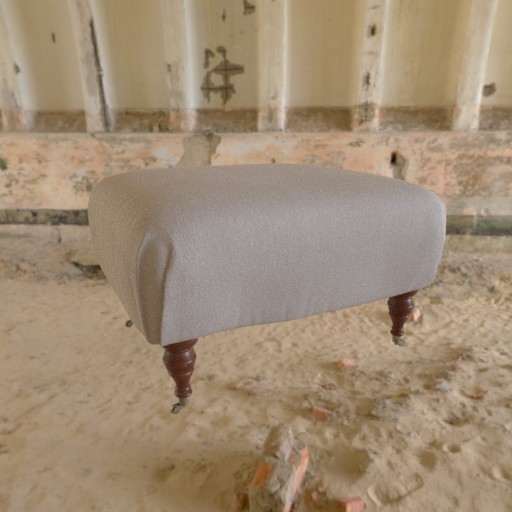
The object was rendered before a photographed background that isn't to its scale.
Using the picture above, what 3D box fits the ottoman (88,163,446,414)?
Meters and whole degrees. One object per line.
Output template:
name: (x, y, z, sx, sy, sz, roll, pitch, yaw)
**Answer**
ottoman: (0.000, 0.000, 1.139, 0.746, 0.450, 0.622, -9, 19, -26)
